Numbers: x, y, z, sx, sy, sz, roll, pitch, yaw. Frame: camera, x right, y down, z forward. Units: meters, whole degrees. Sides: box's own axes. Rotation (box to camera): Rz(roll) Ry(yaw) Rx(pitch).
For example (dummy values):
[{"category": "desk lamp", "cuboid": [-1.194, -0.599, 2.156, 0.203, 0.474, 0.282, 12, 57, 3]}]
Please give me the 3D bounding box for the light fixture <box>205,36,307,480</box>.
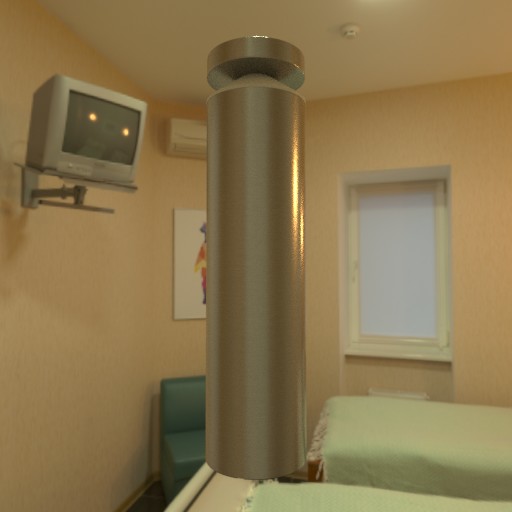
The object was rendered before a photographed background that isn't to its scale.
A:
[{"category": "light fixture", "cuboid": [0.000, 0.000, 0.450, 0.102, 0.400, 0.102, 1, -2, -16]}]
